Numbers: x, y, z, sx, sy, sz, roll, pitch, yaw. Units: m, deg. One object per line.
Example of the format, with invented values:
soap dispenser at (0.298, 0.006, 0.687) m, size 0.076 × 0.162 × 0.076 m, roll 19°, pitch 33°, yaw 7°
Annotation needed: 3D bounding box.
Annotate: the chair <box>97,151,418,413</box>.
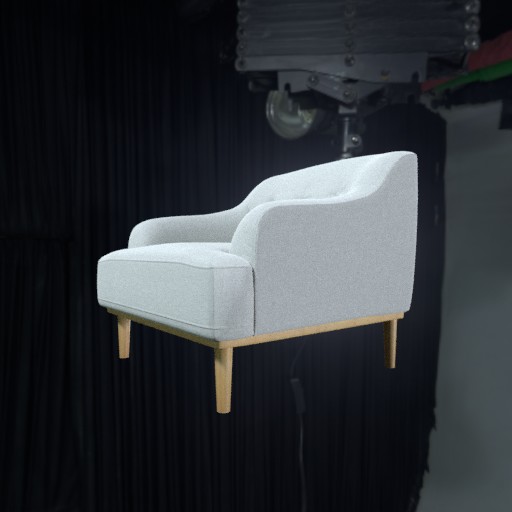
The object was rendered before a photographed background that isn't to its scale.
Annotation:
chair at (0.000, 0.000, 1.710) m, size 0.951 × 0.818 × 0.946 m, roll 0°, pitch 1°, yaw -36°
